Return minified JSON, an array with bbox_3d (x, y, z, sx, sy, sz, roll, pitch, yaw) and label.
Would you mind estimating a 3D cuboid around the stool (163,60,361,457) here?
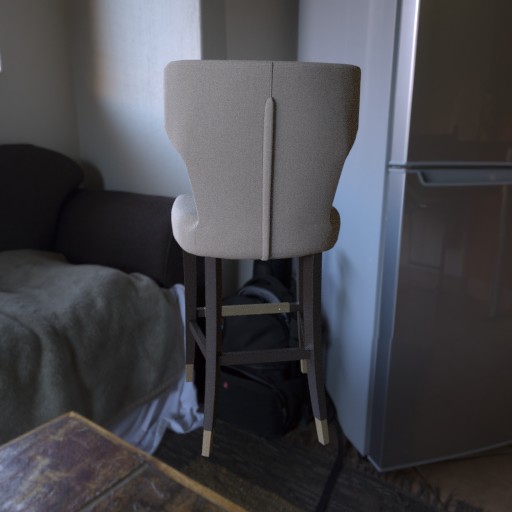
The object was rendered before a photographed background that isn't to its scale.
[{"bbox_3d":[0.000,0.000,1.412,0.526,1.092,0.563,-2,15,-8],"label":"stool"}]
